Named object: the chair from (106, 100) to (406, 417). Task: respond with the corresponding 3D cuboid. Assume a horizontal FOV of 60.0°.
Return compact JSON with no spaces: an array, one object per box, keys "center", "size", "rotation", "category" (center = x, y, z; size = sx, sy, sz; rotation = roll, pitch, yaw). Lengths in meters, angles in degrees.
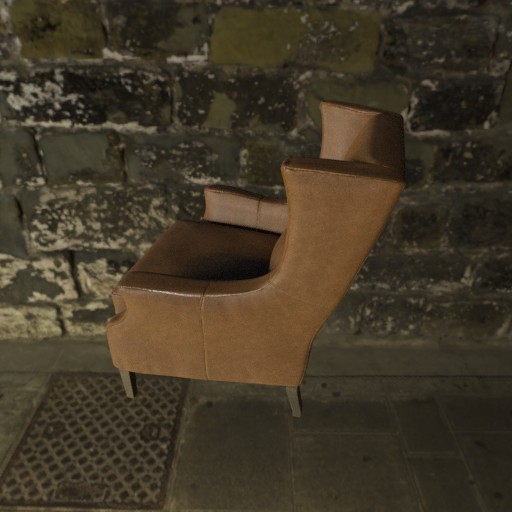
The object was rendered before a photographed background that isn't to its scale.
[{"center":[0.000,0.000,1.680],"size":[0.925,1.016,0.852],"rotation":[8,33,13],"category":"chair"}]
